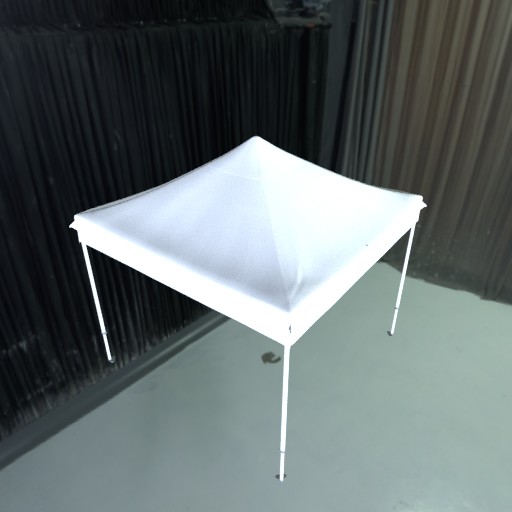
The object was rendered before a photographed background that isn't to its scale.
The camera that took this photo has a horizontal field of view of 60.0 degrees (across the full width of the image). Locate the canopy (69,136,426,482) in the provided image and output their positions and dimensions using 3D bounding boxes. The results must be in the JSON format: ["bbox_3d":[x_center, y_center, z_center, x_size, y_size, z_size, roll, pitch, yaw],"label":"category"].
[{"bbox_3d":[0.000,0.000,5.513,2.996,2.998,2.994,22,37,31],"label":"canopy"}]
